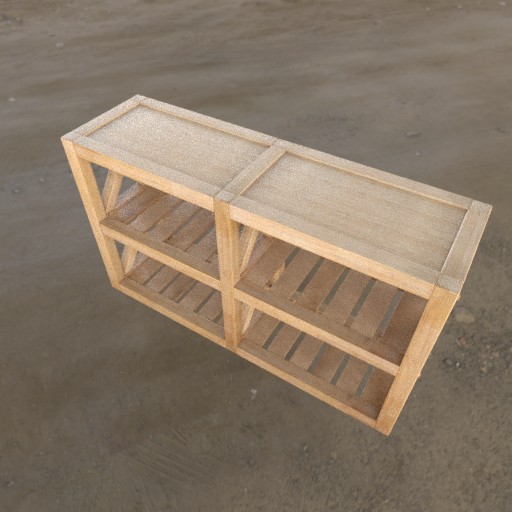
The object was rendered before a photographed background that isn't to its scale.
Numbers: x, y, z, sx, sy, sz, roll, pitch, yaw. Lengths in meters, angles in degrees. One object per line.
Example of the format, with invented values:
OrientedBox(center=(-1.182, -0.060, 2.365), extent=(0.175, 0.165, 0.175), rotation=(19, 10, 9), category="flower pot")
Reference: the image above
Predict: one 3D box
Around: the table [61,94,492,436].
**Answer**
OrientedBox(center=(0.000, 0.000, 1.625), extent=(1.320, 0.762, 0.381), rotation=(24, 50, 22), category="table")
